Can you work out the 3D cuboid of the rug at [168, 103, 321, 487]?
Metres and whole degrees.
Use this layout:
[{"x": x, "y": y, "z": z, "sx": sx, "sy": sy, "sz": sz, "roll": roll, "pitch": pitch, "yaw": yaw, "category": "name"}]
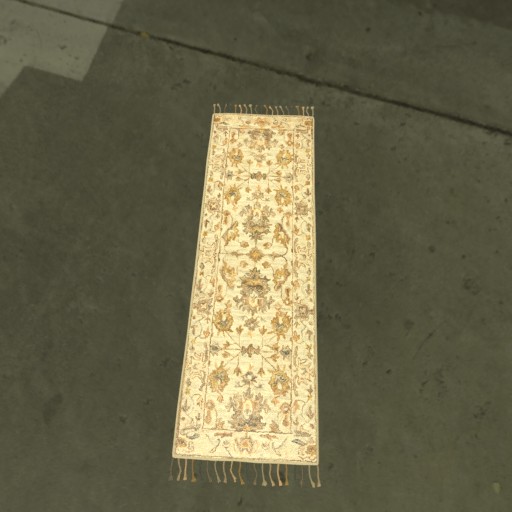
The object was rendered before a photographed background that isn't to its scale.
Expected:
[{"x": 0.000, "y": 0.000, "z": 2.648, "sx": 0.729, "sy": 0.021, "sz": 2.438, "roll": 2, "pitch": 63, "yaw": 1, "category": "rug"}]
